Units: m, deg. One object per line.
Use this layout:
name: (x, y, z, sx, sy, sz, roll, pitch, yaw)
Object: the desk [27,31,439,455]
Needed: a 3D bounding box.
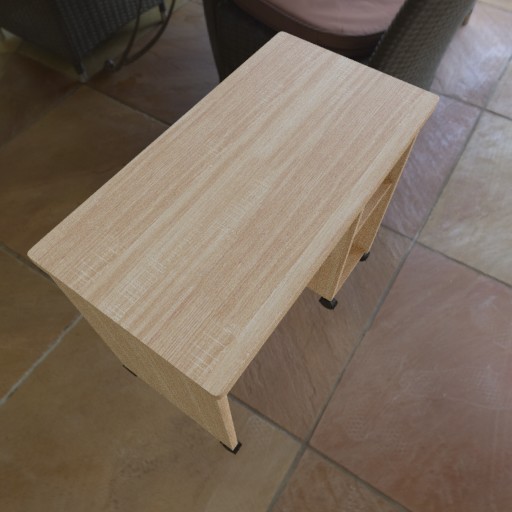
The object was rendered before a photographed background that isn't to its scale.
desk: (0.000, 0.000, 1.296, 0.480, 0.770, 0.884, 31, 64, 17)
